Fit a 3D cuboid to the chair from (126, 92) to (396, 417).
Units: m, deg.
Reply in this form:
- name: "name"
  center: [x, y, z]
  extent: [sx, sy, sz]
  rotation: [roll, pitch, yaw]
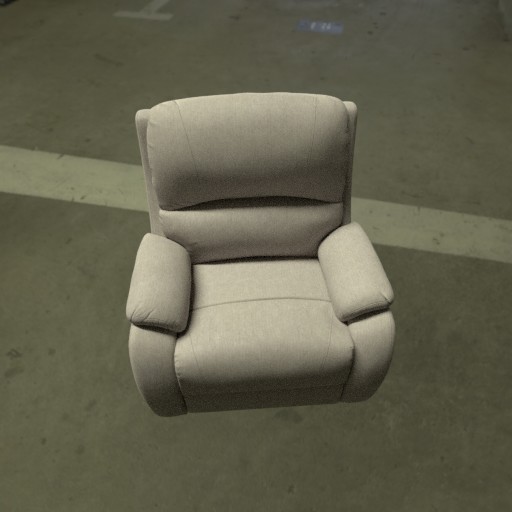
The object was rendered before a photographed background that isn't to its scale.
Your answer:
- name: "chair"
  center: [0.000, 0.000, 1.734]
  extent: [0.930, 1.011, 0.899]
  rotation: [-3, 46, -3]
